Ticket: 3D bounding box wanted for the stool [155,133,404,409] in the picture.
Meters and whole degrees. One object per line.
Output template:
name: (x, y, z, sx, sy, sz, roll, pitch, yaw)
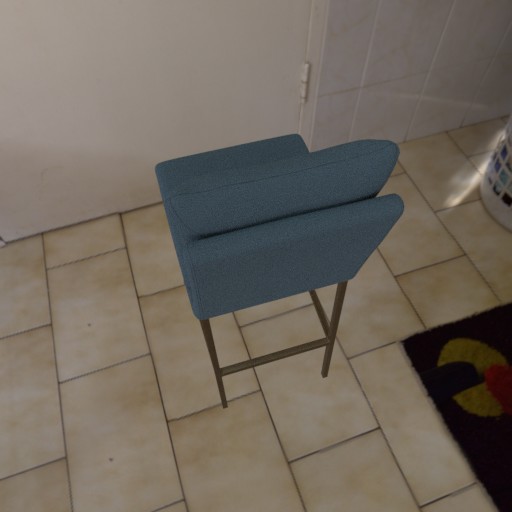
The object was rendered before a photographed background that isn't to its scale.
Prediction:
stool: (0.000, 0.000, 1.354, 0.463, 1.124, 0.568, -14, 58, -9)
